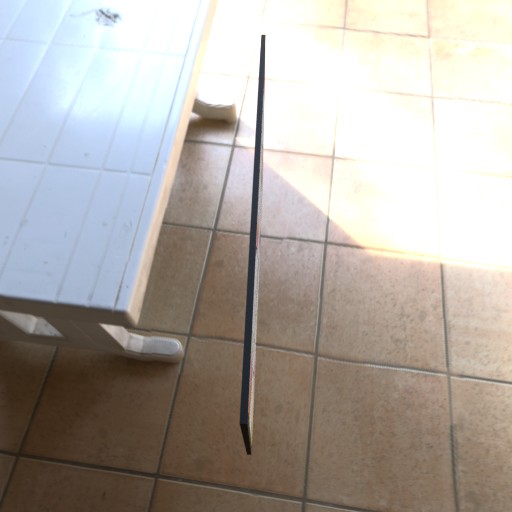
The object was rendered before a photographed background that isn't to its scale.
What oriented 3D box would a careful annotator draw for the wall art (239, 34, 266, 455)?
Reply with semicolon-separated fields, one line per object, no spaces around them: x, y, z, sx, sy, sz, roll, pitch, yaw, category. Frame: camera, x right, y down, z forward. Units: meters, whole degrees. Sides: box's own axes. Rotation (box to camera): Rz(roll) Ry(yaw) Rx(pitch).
0.000;0.000;1.228;0.013;0.665;0.963;2;62;1;wall art
